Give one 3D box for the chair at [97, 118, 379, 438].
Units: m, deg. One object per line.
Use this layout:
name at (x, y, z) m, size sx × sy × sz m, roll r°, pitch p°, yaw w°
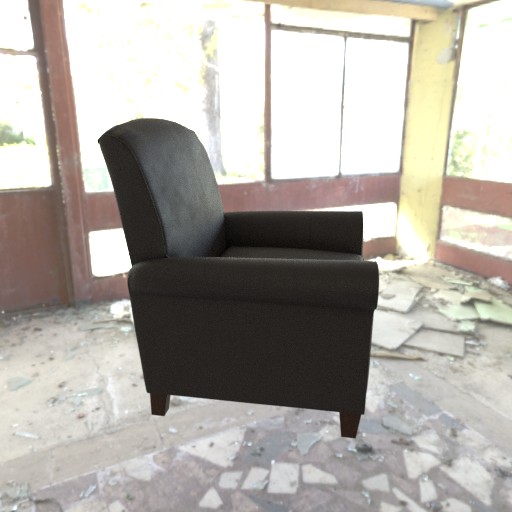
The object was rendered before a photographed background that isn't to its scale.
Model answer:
chair at (0.000, 0.000, 1.780) m, size 0.902 × 1.061 × 0.978 m, roll 3°, pitch 16°, yaw 10°
